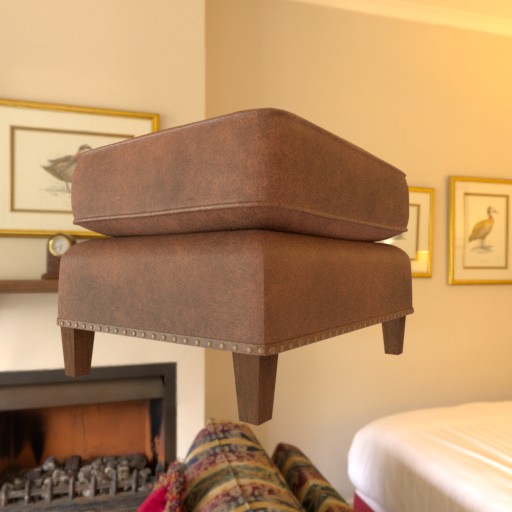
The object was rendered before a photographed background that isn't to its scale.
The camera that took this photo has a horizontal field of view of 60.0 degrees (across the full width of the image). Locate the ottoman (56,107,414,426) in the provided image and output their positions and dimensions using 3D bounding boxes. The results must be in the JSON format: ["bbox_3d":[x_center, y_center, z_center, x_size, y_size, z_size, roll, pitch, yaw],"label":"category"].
[{"bbox_3d":[0.000,0.000,1.112,0.589,0.537,0.738,-1,-1,36],"label":"ottoman"}]
